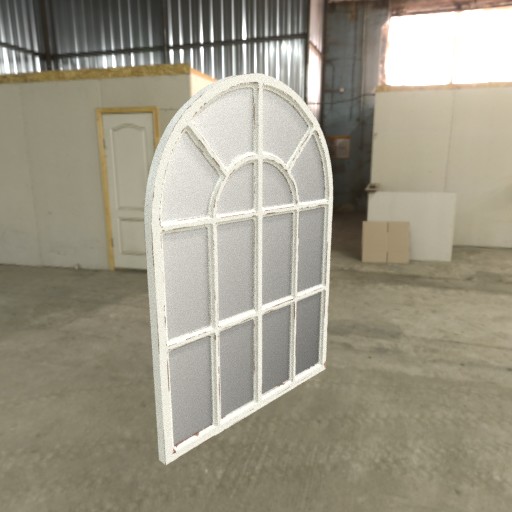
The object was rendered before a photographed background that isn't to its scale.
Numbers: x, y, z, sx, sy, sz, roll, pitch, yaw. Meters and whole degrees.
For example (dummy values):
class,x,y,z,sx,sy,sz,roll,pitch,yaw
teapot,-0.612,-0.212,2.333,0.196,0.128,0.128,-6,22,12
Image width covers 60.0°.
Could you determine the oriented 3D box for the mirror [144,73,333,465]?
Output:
class,x,y,z,sx,sy,sz,roll,pitch,yaw
mirror,0.000,0.000,1.200,0.032,0.920,0.660,13,20,42
